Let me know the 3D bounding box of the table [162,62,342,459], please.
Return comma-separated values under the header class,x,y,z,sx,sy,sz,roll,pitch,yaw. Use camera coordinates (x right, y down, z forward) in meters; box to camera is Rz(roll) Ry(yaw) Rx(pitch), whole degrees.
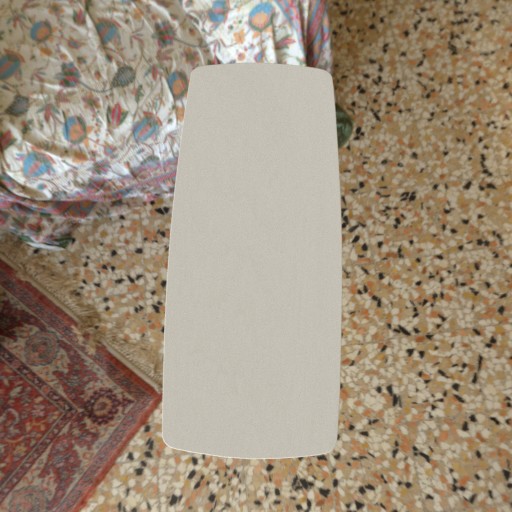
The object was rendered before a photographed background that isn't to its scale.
class,x,y,z,sx,sy,sz,roll,pitch,yaw
table,0.000,0.000,1.675,0.561,0.474,1.334,2,75,0
